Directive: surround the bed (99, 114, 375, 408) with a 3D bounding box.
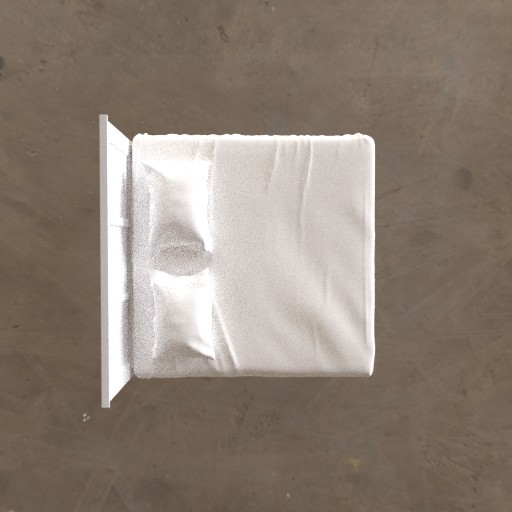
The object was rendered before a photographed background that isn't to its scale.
[{"bbox_3d":[0.000,0.000,3.673,2.215,1.273,2.317,0,91,-1],"label":"bed"}]
